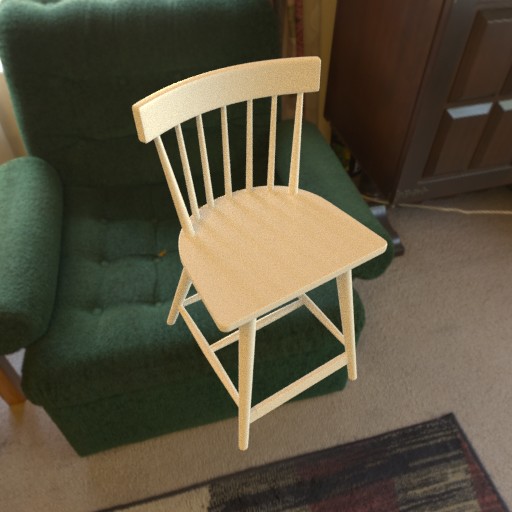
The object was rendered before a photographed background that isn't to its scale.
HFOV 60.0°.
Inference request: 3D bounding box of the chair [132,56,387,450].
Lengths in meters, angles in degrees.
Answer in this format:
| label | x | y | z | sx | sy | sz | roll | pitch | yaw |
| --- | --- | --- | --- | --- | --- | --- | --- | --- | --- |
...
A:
| label | x | y | z | sx | sy | sz | roll | pitch | yaw |
| --- | --- | --- | --- | --- | --- | --- | --- | --- | --- |
| chair | 0.000 | 0.000 | 1.258 | 0.483 | 0.952 | 0.572 | -24 | 50 | -22 |
